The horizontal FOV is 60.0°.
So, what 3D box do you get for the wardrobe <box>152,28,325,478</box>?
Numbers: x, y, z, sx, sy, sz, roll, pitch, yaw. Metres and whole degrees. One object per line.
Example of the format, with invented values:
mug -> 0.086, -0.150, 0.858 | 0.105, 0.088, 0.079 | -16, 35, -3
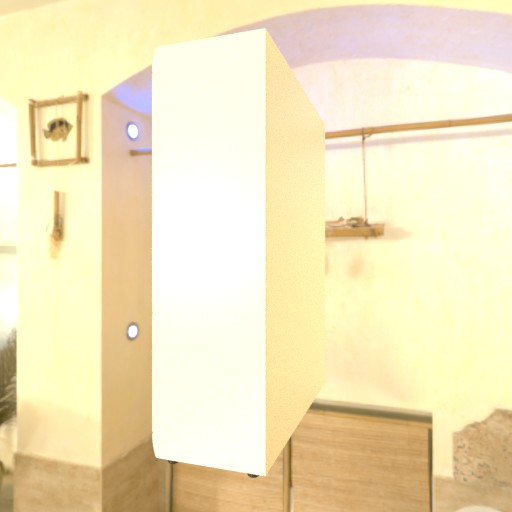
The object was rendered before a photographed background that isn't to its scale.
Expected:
wardrobe -> 0.000, 0.000, 1.650 | 0.360, 1.200, 0.900 | 0, 0, 19
